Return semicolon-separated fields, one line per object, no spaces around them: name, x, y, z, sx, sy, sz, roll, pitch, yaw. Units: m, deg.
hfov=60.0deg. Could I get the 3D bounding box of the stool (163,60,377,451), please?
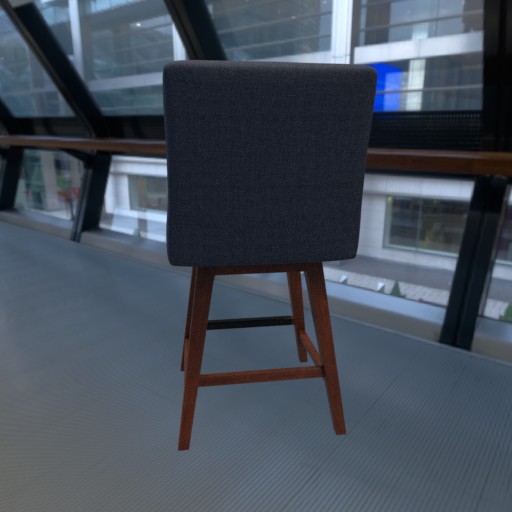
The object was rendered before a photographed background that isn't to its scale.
stool;0.000;0.000;1.188;0.467;0.895;0.524;-2;15;-8
